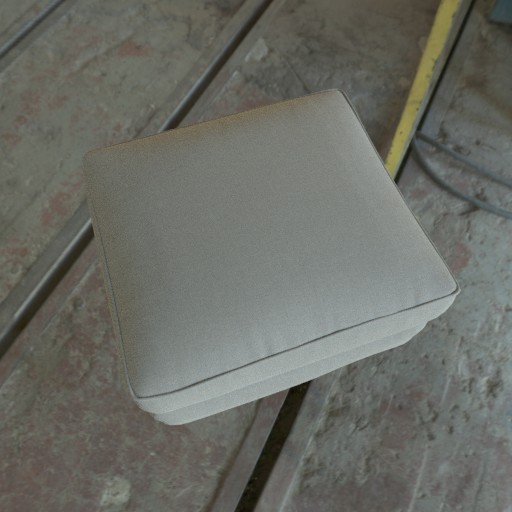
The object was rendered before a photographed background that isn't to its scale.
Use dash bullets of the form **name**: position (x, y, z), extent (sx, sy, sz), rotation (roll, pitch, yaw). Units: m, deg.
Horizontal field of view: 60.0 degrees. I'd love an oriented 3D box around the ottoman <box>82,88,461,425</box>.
- **ottoman**: position (0.000, 0.000, 1.153), extent (0.716, 0.505, 0.662), rotation (-17, 65, -8)
